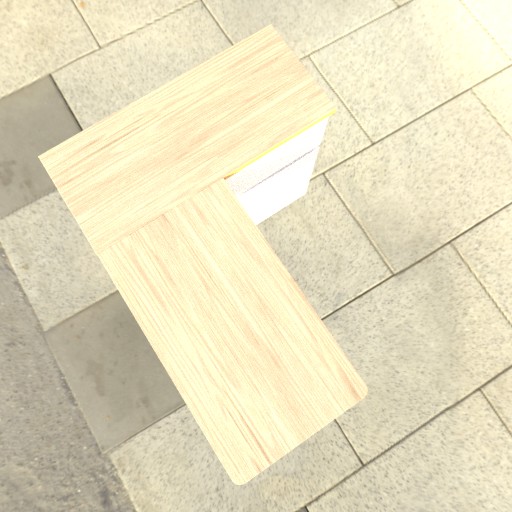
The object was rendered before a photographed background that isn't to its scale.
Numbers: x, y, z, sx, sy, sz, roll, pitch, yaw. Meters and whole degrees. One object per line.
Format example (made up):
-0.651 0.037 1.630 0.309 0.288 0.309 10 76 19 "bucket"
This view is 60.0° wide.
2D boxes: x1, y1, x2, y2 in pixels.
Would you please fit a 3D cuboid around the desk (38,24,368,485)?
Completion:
0.000 0.000 1.734 0.900 0.760 1.170 -33 79 -7 "desk"
